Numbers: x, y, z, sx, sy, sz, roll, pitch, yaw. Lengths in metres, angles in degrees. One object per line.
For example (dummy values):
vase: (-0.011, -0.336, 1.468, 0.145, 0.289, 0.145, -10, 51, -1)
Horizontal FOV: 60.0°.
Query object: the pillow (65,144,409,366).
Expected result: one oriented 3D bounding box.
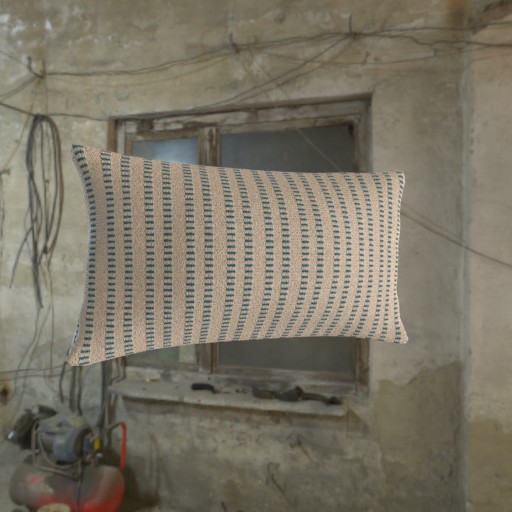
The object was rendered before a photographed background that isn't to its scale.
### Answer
pillow: (0.000, 0.000, 0.810, 0.640, 0.353, 0.210, 0, -1, -19)
